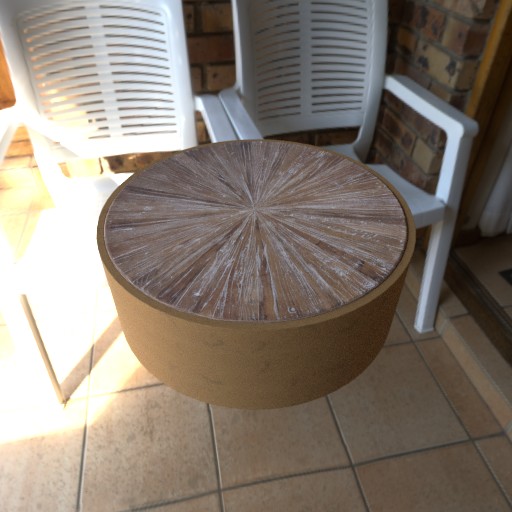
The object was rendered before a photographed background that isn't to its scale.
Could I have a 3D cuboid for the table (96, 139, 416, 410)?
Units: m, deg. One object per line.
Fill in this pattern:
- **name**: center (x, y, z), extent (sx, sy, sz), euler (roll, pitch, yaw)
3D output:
- **table**: center (0.000, 0.000, 1.566), extent (1.001, 0.409, 1.001), euler (0, 41, 0)
